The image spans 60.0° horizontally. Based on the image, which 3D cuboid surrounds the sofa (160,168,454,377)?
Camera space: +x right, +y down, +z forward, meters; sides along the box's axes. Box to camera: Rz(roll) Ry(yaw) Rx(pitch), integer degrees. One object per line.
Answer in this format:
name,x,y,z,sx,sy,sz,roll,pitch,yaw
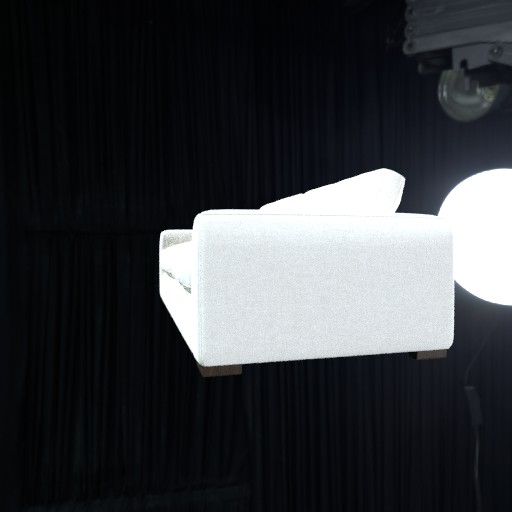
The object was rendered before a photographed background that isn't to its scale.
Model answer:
sofa,0.000,0.000,2.723,1.070,0.801,2.262,0,1,-16
